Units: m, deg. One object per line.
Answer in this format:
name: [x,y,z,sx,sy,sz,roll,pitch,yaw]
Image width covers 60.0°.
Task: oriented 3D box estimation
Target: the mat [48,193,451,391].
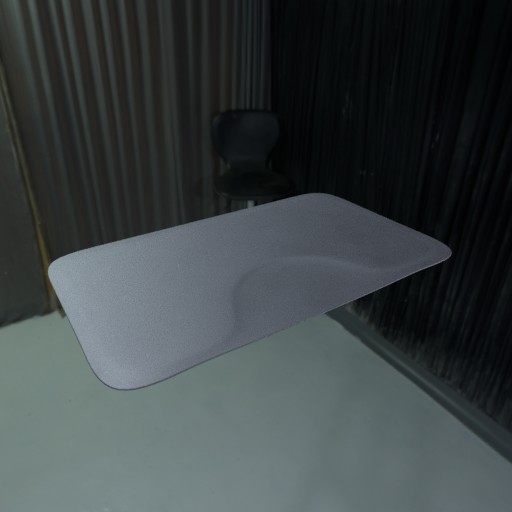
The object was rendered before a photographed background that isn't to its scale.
mat: [0.000,0.000,1.852,1.524,0.013,0.918,-18,33,-29]
